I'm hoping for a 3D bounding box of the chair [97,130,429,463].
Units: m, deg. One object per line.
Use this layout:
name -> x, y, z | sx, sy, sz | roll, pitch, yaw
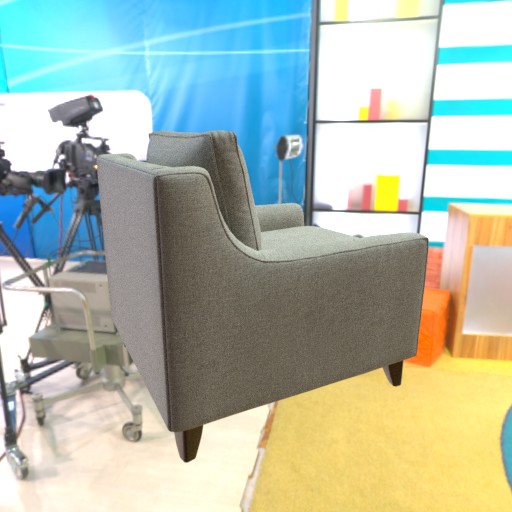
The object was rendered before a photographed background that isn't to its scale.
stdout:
chair -> 0.000, 0.000, 1.587 | 0.918, 0.864, 0.838 | -8, 17, -26
